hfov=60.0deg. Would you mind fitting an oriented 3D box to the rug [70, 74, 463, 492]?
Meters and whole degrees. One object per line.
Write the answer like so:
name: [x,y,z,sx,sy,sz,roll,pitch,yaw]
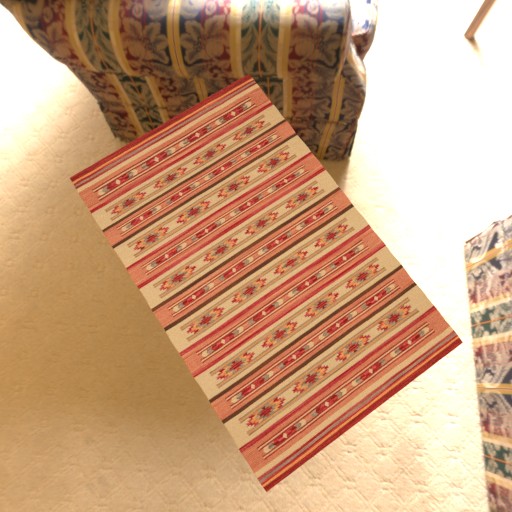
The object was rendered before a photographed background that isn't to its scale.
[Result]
rug: [0.000,0.000,2.973,1.535,0.010,2.431,-33,77,-9]
